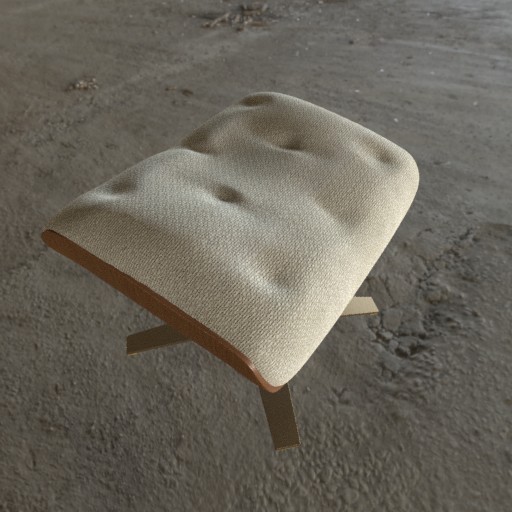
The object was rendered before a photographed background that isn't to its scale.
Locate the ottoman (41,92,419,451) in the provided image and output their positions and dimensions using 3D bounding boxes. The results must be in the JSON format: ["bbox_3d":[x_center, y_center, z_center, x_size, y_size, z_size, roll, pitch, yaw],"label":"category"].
[{"bbox_3d":[0.000,0.000,0.777,0.394,0.391,0.520,24,48,24],"label":"ottoman"}]
